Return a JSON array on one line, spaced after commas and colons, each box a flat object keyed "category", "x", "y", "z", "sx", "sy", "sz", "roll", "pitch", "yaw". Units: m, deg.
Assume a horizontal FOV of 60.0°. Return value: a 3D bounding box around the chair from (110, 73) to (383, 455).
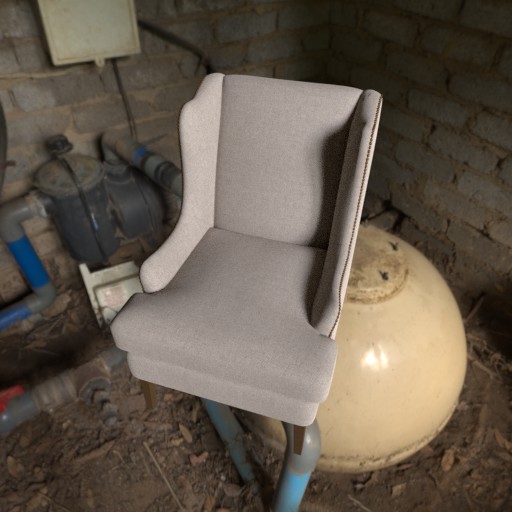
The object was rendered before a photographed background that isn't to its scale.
[{"category": "chair", "x": 0.000, "y": 0.000, "z": 1.666, "sx": 0.737, "sy": 1.029, "sz": 0.940, "roll": 12, "pitch": 42, "yaw": 13}]
